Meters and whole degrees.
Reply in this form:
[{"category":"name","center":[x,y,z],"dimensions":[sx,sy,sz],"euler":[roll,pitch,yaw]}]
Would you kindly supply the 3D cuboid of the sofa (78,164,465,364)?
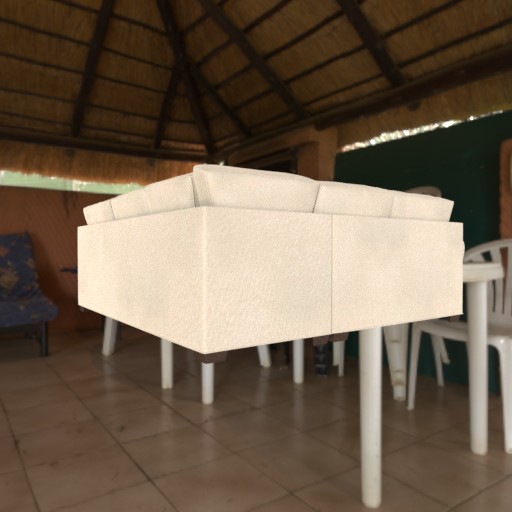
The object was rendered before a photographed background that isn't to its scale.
[{"category":"sofa","center":[0.000,0.000,3.967],"dimensions":[2.487,1.054,2.569],"euler":[-1,1,-36]}]
